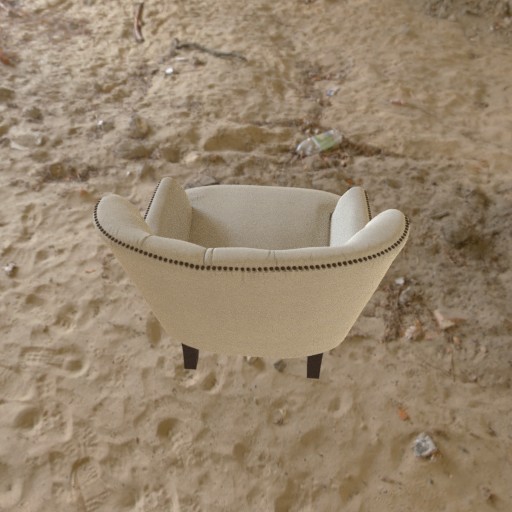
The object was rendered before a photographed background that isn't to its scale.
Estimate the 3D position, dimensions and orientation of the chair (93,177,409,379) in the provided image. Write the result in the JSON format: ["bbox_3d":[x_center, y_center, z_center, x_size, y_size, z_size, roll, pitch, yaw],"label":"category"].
[{"bbox_3d":[0.000,0.000,1.606,0.848,0.868,0.906,3,46,3],"label":"chair"}]
